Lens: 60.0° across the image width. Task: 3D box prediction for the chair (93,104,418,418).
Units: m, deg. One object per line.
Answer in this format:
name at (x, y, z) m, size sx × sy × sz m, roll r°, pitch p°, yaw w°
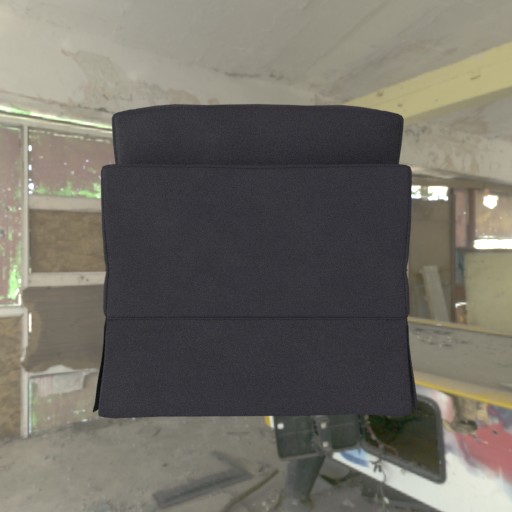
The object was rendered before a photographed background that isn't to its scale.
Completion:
chair at (0.000, 0.000, 1.983) m, size 1.119 × 1.140 × 1.002 m, roll 0°, pitch 0°, yaw 0°
